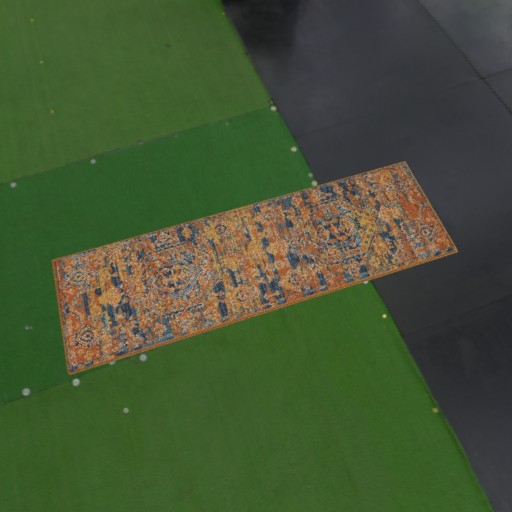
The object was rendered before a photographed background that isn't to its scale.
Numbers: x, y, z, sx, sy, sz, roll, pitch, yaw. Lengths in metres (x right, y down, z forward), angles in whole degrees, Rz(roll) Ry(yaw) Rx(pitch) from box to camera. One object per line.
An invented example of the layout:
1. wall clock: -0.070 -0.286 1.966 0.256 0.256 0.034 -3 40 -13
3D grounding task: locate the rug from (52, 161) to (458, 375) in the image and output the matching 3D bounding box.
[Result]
1. rug: 0.000 0.000 2.070 1.820 0.013 0.556 -17 65 -8
